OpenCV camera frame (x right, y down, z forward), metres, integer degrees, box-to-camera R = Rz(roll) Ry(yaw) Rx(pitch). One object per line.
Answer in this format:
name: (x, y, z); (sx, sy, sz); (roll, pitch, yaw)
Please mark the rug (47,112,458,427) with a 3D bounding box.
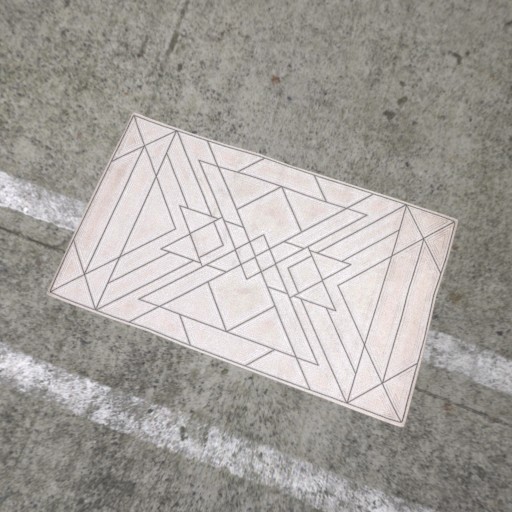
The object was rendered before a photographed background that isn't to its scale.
rug: (0.000, 0.000, 1.061); (0.869, 0.008, 0.511); (19, 76, 5)
